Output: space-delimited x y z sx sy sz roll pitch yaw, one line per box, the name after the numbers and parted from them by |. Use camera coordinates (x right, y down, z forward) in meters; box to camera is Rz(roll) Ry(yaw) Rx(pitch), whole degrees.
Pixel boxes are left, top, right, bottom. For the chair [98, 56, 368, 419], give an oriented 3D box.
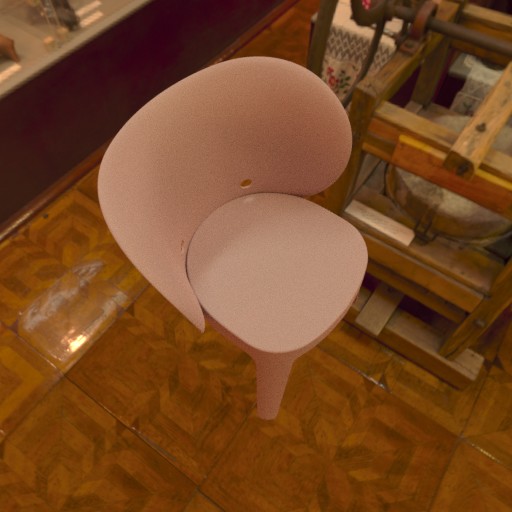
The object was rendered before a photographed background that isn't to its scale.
0.000 0.000 0.856 0.402 0.554 0.451 33 64 18 | chair
